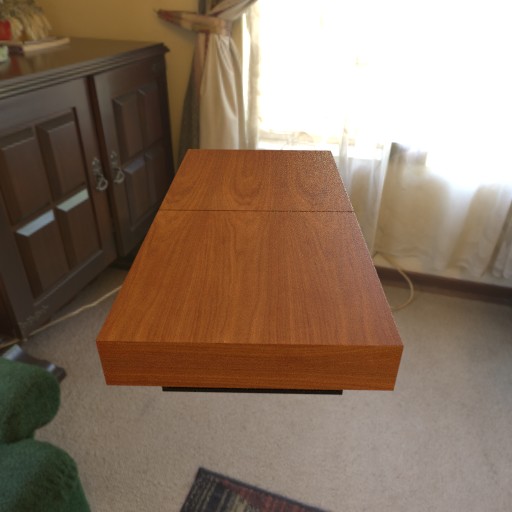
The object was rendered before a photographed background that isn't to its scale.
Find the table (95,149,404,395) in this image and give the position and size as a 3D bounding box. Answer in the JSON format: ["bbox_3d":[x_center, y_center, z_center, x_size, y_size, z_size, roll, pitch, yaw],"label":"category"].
[{"bbox_3d":[0.000,0.000,1.469,0.610,0.330,1.194,1,32,1],"label":"table"}]
